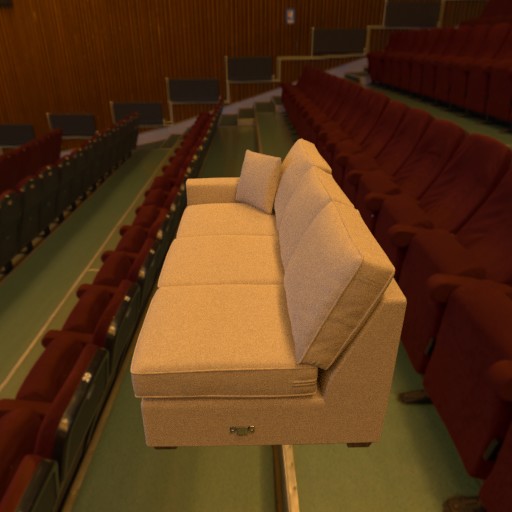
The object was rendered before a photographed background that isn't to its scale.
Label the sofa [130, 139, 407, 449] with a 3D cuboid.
[{"bbox_3d":[0.000,0.000,2.537,1.034,0.946,1.962,-1,27,-1],"label":"sofa"}]
